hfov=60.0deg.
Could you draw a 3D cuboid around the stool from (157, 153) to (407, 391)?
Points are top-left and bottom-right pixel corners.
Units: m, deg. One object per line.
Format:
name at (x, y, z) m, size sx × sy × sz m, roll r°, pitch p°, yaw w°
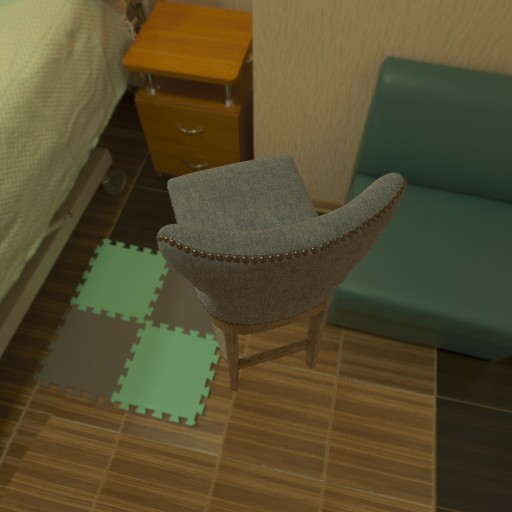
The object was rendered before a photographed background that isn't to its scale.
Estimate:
stool at (0.000, 0.000, 1.332) m, size 0.498 × 0.981 × 0.608 m, roll -14°, pitch 59°, yaw -9°
